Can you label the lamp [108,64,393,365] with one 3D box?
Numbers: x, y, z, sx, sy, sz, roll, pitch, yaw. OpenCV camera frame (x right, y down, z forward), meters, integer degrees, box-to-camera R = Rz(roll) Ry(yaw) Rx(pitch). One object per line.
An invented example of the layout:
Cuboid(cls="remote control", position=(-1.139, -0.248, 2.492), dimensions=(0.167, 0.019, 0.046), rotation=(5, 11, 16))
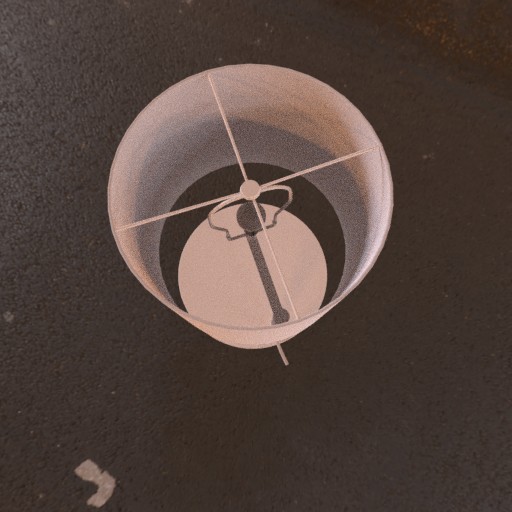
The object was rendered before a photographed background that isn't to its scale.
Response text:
Cuboid(cls="lamp", position=(0.000, 0.000, 0.680), dimensions=(0.299, 0.454, 0.341), rotation=(-18, 76, -5))
